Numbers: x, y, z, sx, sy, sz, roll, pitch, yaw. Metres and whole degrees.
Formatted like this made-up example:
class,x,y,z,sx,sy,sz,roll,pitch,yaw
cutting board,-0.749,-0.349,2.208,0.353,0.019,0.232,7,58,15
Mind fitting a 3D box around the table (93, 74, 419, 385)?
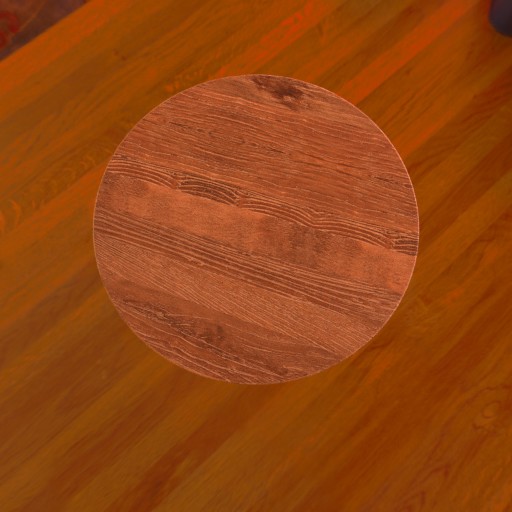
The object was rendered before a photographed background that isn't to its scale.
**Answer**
class,x,y,z,sx,sy,sz,roll,pitch,yaw
table,0.000,0.000,0.921,0.500,0.500,0.500,0,76,0
